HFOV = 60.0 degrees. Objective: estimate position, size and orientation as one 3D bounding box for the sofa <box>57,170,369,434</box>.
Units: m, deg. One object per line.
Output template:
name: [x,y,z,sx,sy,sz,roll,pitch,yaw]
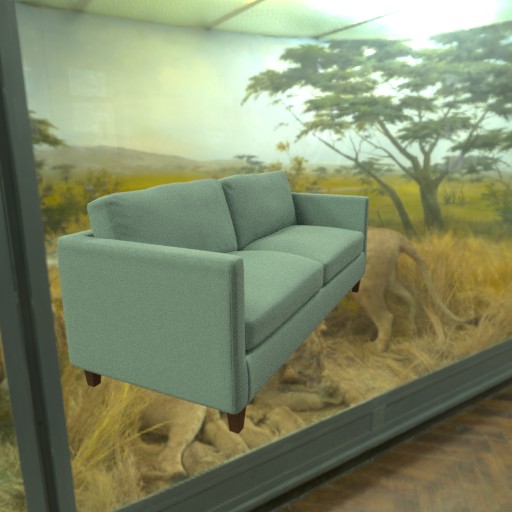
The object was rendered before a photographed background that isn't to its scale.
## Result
sofa: [0.000,0.000,2.785,0.951,0.965,2.208,7,16,26]
